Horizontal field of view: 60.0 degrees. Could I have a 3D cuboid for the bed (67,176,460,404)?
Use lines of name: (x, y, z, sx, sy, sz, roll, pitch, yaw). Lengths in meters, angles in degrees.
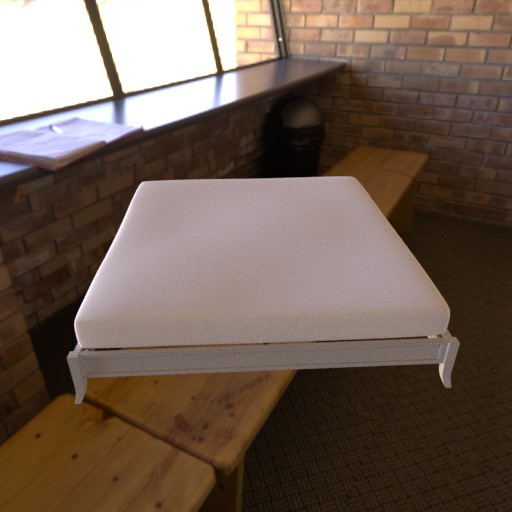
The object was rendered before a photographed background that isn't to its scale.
bed: (0.000, 0.000, 3.143, 2.007, 0.510, 2.108, -2, 30, -3)
